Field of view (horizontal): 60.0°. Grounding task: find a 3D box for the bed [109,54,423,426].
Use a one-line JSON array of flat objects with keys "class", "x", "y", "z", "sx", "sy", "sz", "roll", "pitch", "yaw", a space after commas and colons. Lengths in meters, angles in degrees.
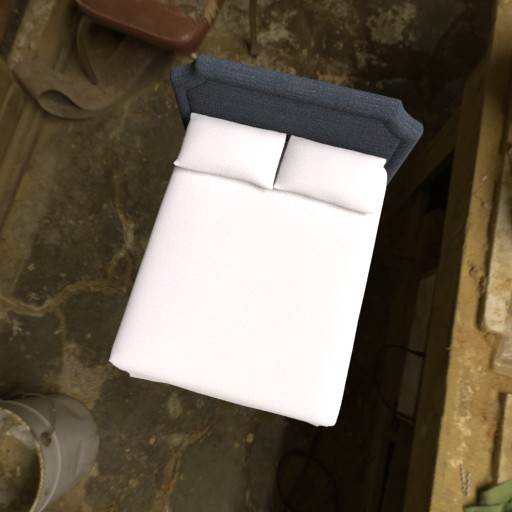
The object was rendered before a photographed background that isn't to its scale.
[{"class": "bed", "x": 0.000, "y": 0.000, "z": 3.258, "sx": 1.828, "sy": 1.297, "sz": 2.208, "roll": 15, "pitch": 76, "yaw": 4}]
